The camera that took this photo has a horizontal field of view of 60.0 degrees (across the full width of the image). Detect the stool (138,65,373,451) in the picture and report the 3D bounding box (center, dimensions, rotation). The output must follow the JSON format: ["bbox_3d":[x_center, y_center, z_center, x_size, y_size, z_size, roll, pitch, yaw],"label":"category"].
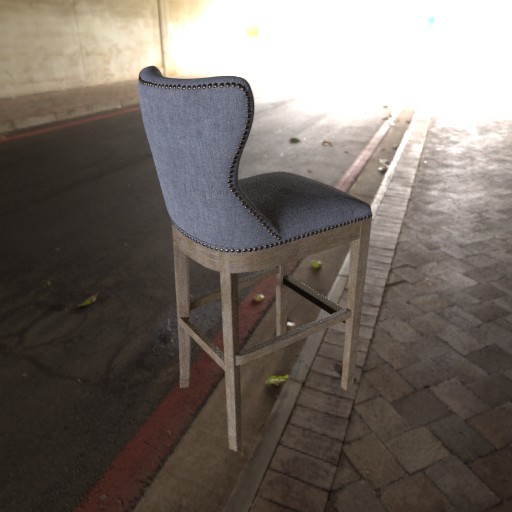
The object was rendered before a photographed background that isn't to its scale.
[{"bbox_3d":[0.000,0.000,1.427,0.606,1.123,0.494,-18,32,-32],"label":"stool"}]
